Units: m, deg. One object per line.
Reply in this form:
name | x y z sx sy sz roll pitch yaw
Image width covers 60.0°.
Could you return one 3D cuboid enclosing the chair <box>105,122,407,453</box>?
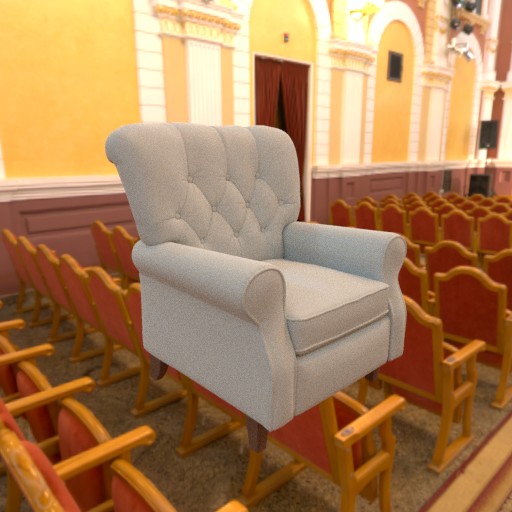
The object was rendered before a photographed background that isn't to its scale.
chair | 0.000 0.000 2.068 1.090 1.217 1.128 -12 18 -41
